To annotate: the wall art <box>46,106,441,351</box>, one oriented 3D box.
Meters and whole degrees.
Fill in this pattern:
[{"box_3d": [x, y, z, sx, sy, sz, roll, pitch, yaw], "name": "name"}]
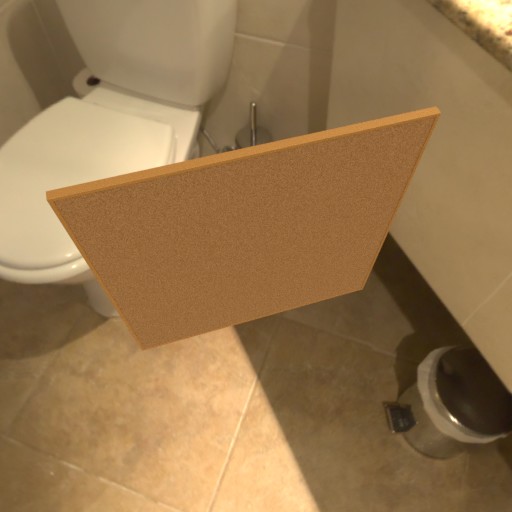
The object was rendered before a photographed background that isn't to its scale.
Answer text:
[{"box_3d": [0.000, 0.000, 0.690, 0.457, 0.455, 0.013, -14, 59, -9], "name": "wall art"}]
